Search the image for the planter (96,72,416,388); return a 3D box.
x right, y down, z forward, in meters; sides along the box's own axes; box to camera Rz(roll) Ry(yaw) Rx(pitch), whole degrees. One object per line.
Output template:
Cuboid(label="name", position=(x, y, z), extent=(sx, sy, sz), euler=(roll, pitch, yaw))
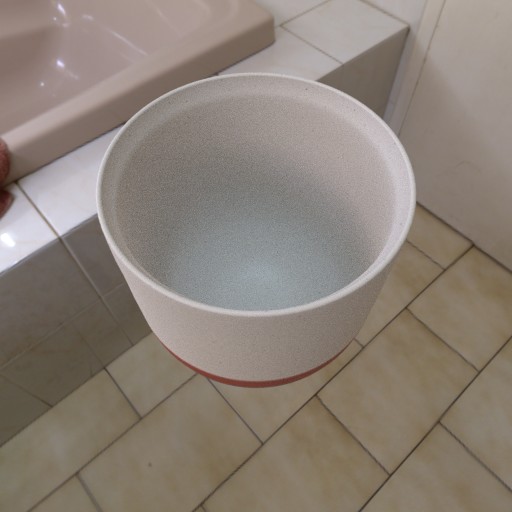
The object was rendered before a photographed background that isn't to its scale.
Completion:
Cuboid(label="planter", position=(0.000, 0.000, 0.486), extent=(0.268, 0.270, 0.268), euler=(0, 58, 0))
